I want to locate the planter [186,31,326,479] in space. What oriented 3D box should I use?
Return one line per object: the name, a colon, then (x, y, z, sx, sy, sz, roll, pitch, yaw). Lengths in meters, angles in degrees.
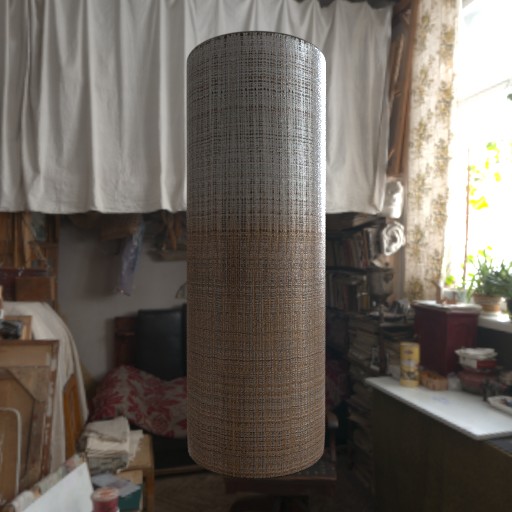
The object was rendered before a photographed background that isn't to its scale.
planter: (0.000, 0.000, 0.321, 0.099, 0.278, 0.099, 0, 1, 36)
